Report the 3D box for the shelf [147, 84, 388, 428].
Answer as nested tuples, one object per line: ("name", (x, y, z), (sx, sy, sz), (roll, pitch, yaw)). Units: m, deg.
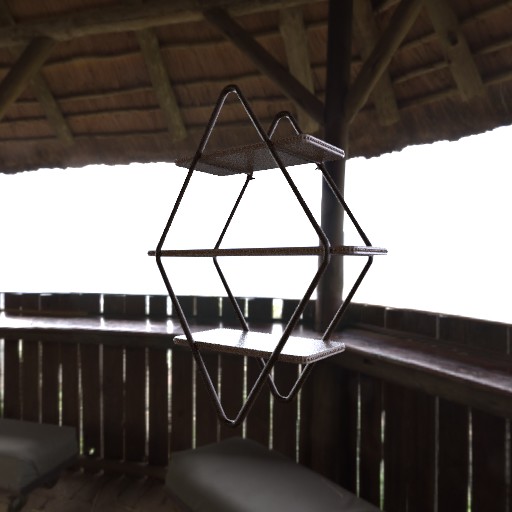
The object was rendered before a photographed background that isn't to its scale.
("shelf", (0.000, 0.000, 1.093), (0.609, 0.774, 0.234), (-1, -1, 37))
